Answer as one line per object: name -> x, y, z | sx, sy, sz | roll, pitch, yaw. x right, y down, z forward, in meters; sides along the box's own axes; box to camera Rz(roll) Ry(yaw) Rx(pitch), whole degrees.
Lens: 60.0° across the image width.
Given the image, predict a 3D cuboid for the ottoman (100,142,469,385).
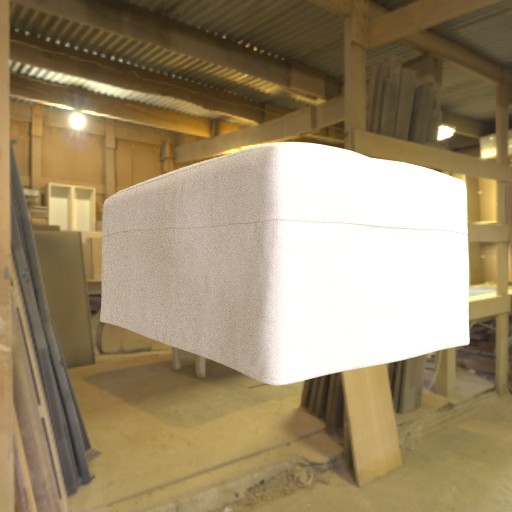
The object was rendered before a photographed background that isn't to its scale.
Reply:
ottoman -> 0.000, 0.000, 1.177 | 0.590, 0.444, 0.872 | 0, 0, -37
